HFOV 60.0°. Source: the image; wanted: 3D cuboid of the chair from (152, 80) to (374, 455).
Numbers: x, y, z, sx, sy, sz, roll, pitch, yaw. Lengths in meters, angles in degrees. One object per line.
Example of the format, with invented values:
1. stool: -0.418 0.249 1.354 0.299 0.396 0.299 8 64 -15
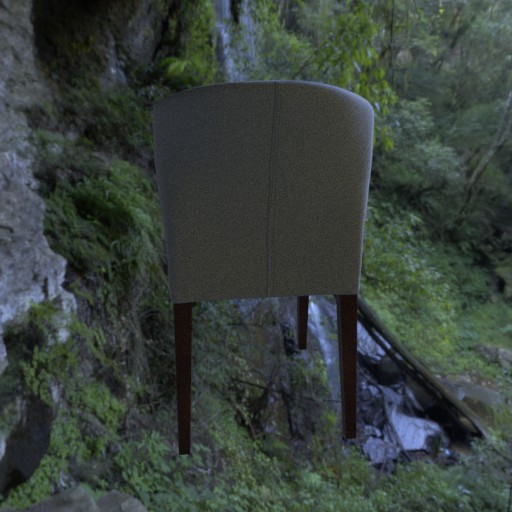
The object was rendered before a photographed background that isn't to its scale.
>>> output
1. chair: 0.000 0.000 1.214 0.491 0.839 0.592 -2 15 -8
